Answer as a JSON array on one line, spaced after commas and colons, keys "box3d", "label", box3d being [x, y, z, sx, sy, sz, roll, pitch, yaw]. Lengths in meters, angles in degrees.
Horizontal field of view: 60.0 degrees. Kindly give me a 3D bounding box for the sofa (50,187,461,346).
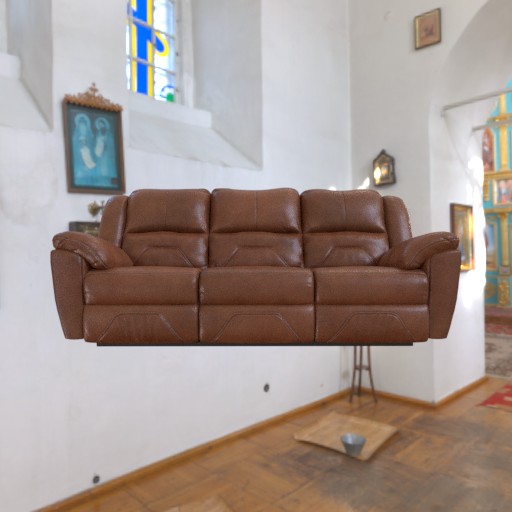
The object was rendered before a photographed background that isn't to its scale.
[{"box3d": [0.000, 0.000, 2.939, 2.337, 1.043, 0.991, 0, -1, 0], "label": "sofa"}]
